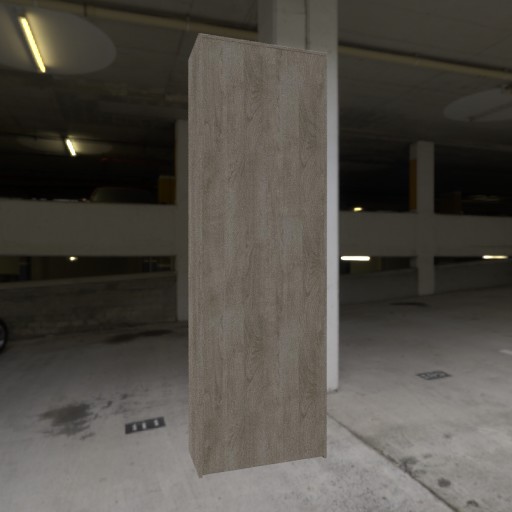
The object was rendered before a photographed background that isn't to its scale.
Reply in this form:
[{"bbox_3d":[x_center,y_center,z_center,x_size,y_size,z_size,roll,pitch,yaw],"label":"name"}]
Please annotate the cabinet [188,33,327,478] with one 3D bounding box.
[{"bbox_3d":[0.000,0.000,1.822,0.520,1.630,0.250,0,0,-18],"label":"cabinet"}]
